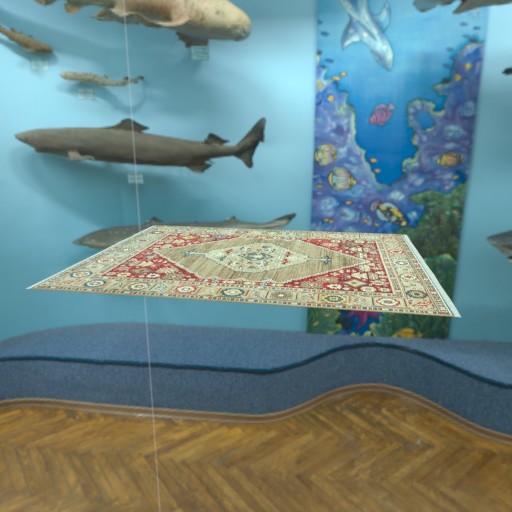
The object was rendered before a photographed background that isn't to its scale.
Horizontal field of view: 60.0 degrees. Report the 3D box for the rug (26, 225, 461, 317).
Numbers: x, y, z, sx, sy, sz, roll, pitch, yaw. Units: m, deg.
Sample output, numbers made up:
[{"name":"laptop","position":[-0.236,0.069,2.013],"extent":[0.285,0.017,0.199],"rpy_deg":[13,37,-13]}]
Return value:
[{"name":"rug","position":[0.000,0.000,4.273],"extent":[3.143,0.008,2.451],"rpy_deg":[3,16,10]}]
